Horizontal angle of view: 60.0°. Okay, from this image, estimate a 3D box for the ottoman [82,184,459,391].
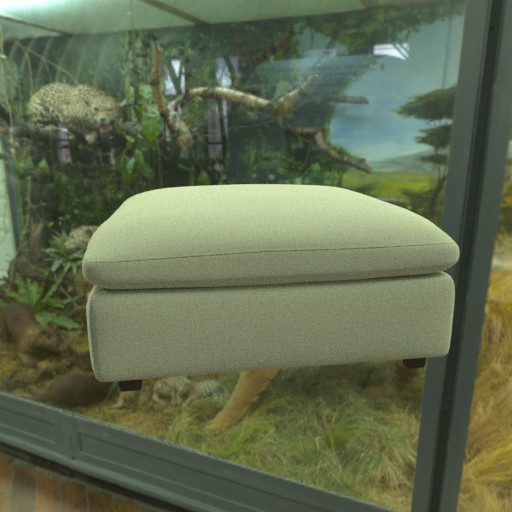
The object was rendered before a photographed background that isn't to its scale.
[{"bbox_3d":[0.000,0.000,1.561,0.996,0.467,0.977,-2,15,-8],"label":"ottoman"}]
